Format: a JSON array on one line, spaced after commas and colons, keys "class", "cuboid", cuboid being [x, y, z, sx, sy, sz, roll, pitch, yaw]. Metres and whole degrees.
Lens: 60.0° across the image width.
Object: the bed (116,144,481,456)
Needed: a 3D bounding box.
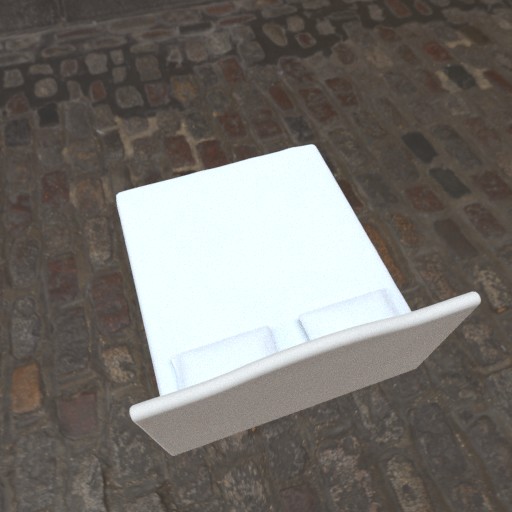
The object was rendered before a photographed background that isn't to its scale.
[{"class": "bed", "cuboid": [0.000, 0.000, 3.470, 2.083, 1.421, 2.182, -16, 60, -10]}]
